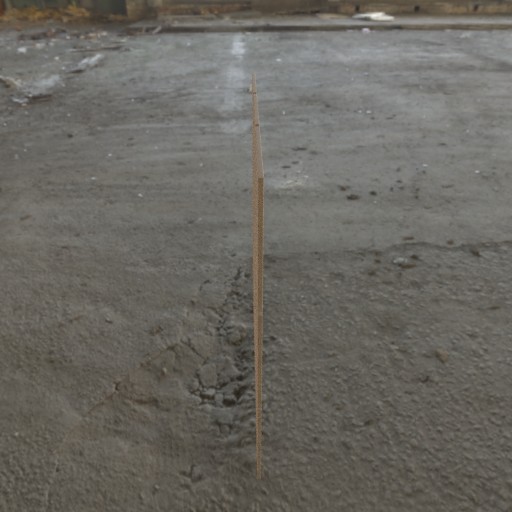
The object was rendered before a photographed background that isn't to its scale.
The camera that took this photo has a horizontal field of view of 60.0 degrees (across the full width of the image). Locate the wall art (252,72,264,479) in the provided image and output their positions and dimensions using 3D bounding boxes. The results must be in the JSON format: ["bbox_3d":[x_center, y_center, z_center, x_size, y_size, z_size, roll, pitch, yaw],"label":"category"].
[{"bbox_3d":[0.000,0.000,1.855,0.013,1.218,1.219,-1,33,-1],"label":"wall art"}]
